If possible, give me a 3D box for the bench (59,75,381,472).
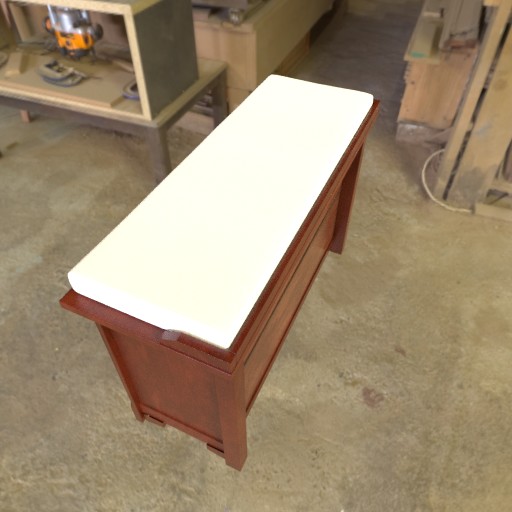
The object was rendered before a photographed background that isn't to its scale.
[{"bbox_3d":[0.000,0.000,1.287,0.369,0.646,0.987,19,49,17],"label":"bench"}]
